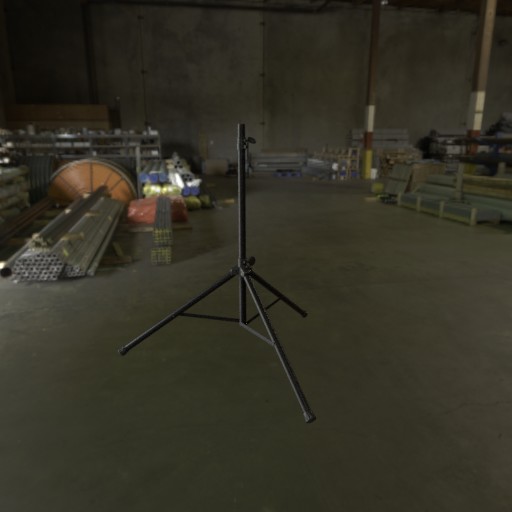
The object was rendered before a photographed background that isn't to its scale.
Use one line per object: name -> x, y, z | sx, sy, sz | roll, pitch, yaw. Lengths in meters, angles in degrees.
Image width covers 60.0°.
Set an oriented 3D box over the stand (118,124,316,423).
stand -> 0.000, 0.000, 2.772 | 1.596, 1.595, 1.339 | -7, 17, -25
